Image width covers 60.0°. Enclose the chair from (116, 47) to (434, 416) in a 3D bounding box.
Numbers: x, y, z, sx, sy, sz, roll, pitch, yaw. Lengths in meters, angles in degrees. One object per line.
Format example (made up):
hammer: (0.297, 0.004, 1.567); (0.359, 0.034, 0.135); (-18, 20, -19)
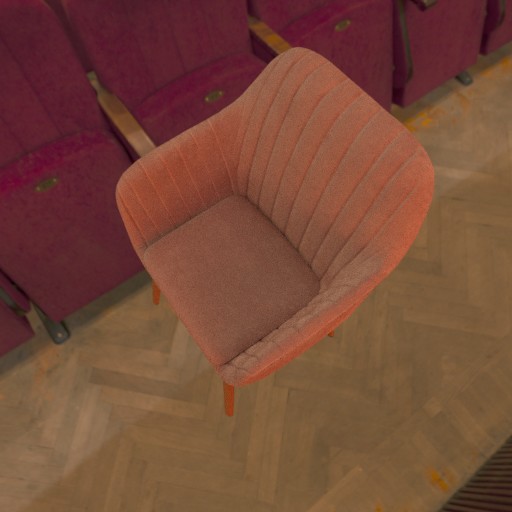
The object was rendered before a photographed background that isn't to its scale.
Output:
chair: (0.000, 0.000, 1.198); (0.570, 0.832, 0.610); (-33, 68, -15)
